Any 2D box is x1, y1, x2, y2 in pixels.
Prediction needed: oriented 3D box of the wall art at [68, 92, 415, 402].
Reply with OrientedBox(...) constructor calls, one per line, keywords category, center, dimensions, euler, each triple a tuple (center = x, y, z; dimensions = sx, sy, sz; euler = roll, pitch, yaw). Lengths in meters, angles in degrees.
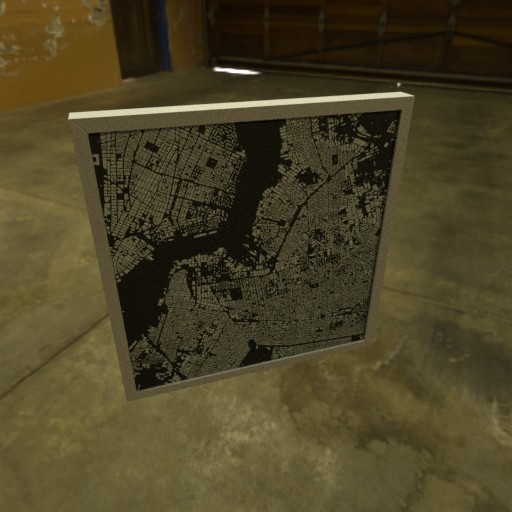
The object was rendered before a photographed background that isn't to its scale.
OrientedBox(category="wall art", center=(0.000, 0.000, 0.764), dimensions=(0.506, 0.506, 0.038), euler=(-9, 31, -15))
